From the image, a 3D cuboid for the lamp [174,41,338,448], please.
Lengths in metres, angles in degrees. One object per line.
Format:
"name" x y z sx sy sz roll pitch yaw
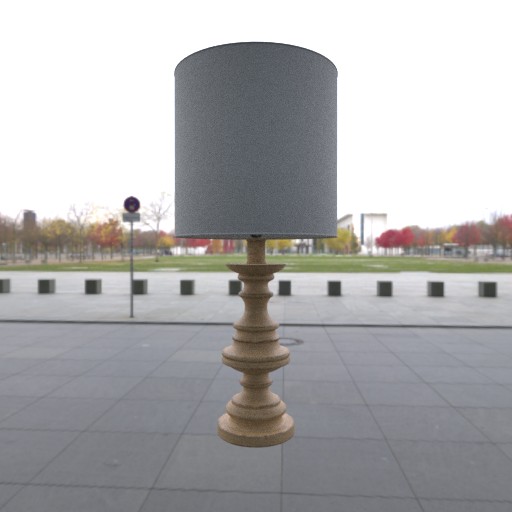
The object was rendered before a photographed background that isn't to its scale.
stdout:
"lamp" 0.000 0.000 0.574 0.208 0.455 0.208 0 1 19
